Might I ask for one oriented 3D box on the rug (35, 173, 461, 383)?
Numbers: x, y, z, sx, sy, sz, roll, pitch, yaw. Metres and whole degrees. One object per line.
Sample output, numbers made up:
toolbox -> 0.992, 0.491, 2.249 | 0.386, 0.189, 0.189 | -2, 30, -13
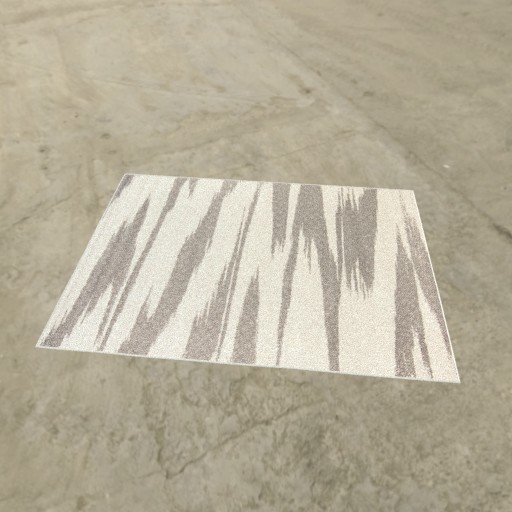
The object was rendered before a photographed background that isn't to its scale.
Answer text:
rug -> 0.000, 0.000, 2.741 | 2.142, 0.010, 1.533 | 4, 46, 4
